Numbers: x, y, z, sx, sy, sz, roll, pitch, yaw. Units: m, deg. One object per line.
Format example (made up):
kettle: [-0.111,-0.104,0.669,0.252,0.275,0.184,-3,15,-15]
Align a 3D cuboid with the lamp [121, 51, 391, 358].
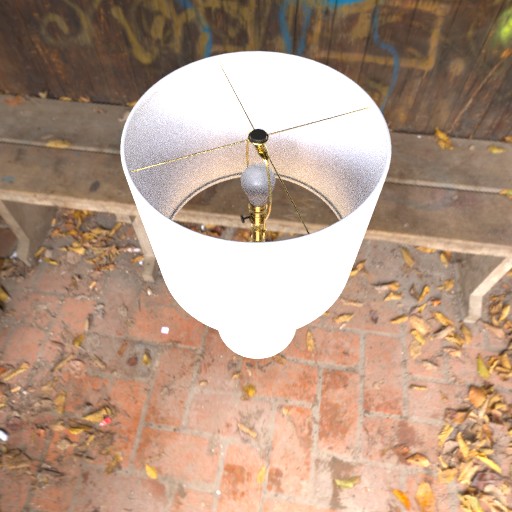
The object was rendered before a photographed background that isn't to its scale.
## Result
lamp: [0.000,0.000,0.725,0.301,0.533,0.301,-18,60,-10]
